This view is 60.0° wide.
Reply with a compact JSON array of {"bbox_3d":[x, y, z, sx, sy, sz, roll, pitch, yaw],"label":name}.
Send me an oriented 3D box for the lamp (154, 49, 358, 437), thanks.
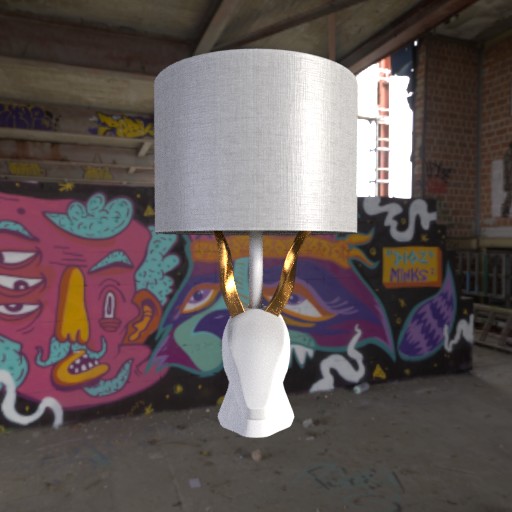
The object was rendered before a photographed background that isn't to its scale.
[{"bbox_3d":[0.000,0.000,0.673,0.298,0.503,0.298,0,2,0],"label":"lamp"}]
